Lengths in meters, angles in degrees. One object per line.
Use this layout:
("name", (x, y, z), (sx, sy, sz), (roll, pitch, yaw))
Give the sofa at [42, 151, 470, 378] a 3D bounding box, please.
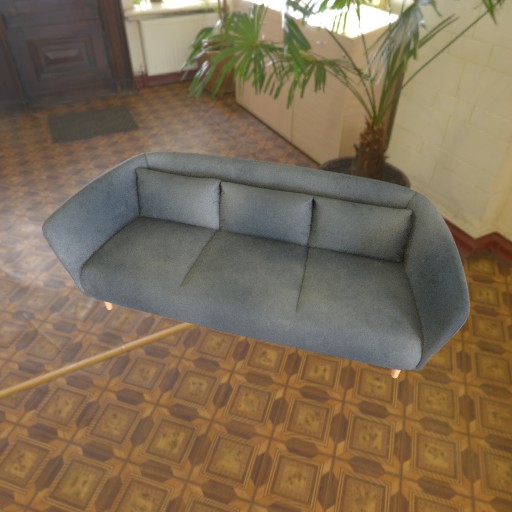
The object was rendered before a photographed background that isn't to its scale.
("sofa", (0.000, 0.000, 2.530), (2.095, 0.795, 0.849), (11, 41, 13))
